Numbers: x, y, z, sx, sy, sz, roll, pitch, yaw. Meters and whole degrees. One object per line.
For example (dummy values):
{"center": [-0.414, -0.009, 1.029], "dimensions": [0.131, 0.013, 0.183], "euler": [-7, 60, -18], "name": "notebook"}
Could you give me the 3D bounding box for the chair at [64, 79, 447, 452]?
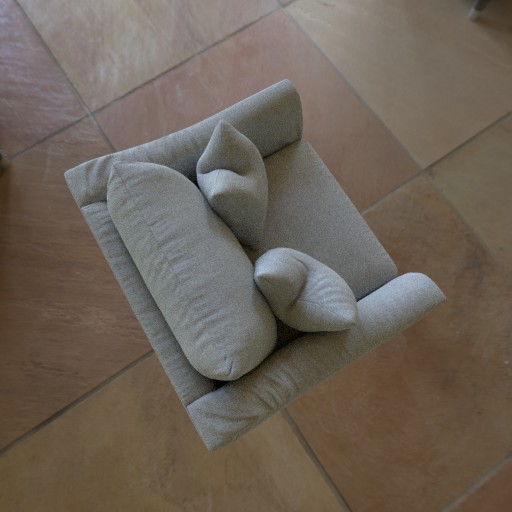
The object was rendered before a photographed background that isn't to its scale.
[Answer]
{"center": [0.000, 0.000, 1.988], "dimensions": [1.071, 1.059, 1.194], "euler": [-30, 77, -8], "name": "chair"}
